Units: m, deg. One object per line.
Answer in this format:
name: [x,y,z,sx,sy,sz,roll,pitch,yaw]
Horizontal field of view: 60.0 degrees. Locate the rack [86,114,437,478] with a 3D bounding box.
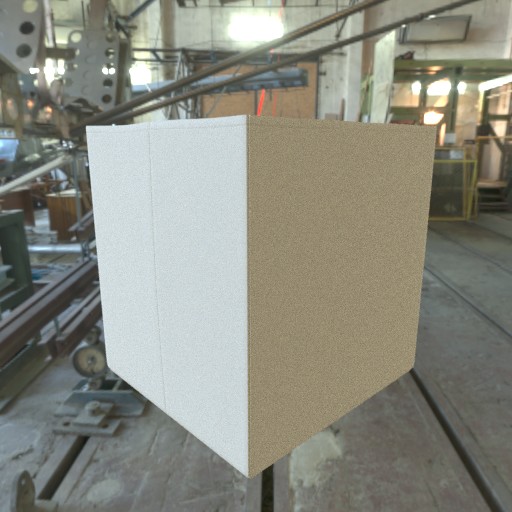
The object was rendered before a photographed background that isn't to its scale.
rack: [0.000,0.000,0.498,0.270,0.280,0.270,-13,19,-42]
